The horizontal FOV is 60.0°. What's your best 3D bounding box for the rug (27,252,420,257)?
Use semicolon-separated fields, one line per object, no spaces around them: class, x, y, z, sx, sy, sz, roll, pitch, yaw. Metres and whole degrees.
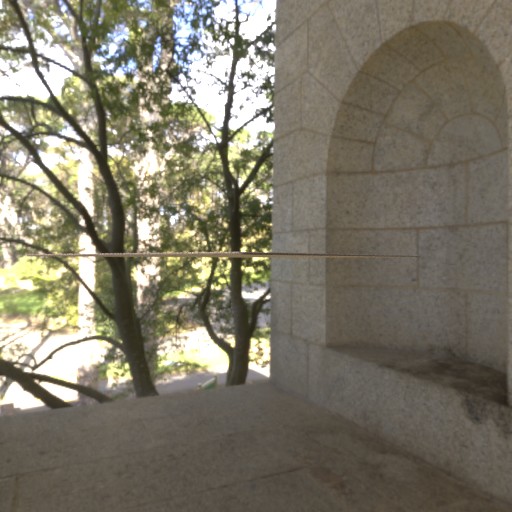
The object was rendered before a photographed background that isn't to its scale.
rug;0.000;0.000;2.307;1.175;0.008;1.783;0;-1;35
